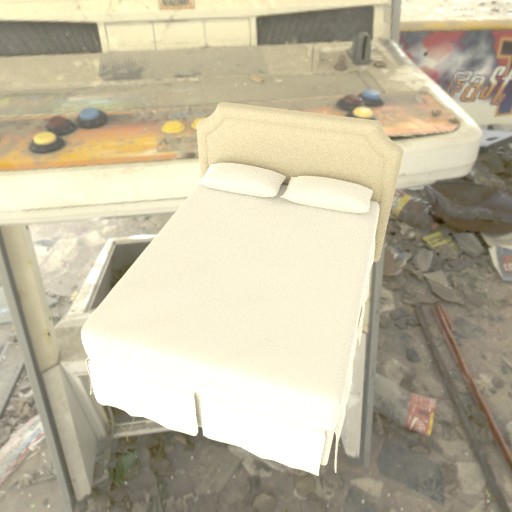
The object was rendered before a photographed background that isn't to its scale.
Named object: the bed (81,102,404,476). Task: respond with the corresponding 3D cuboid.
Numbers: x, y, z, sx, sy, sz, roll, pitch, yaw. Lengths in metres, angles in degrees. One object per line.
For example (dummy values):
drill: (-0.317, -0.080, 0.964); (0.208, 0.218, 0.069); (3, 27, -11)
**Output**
bed: (0.000, 0.000, 3.071); (1.693, 1.290, 2.116); (12, 41, 14)
